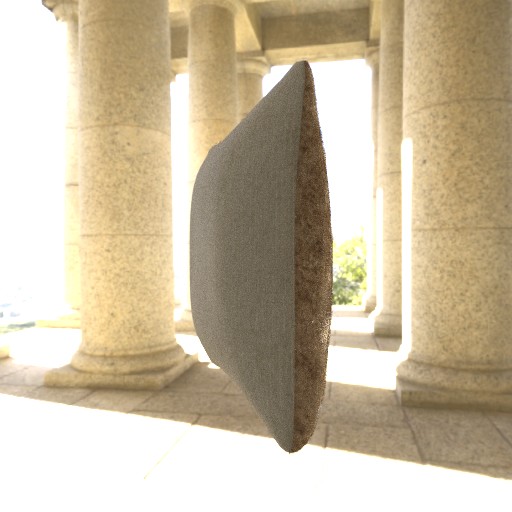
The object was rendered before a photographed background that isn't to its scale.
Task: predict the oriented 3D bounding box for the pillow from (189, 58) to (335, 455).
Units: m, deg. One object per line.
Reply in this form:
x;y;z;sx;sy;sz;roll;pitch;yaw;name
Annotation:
0.000;0.000;0.822;0.216;0.525;0.538;0;0;-18;pillow
